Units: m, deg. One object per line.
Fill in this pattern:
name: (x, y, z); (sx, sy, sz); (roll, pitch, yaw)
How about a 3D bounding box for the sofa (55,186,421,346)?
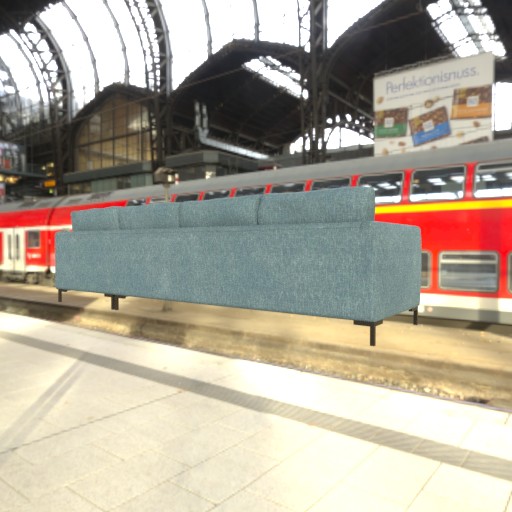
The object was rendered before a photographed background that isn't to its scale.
sofa: (0.000, 0.000, 3.810); (2.949, 0.815, 2.007); (1, 2, 36)
